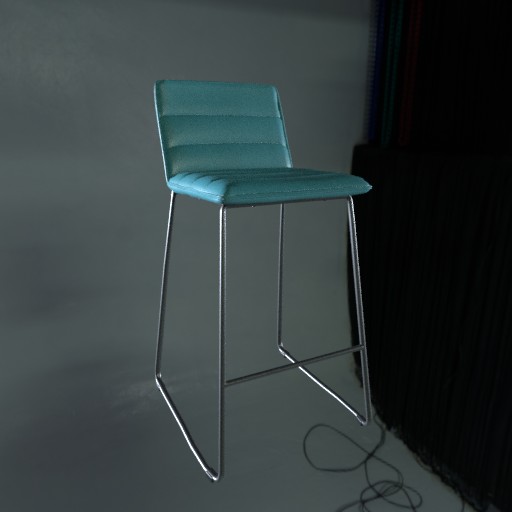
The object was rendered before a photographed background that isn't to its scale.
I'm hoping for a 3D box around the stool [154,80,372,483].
[{"bbox_3d":[0.000,0.000,1.217,0.489,0.936,0.524,-8,18,-26],"label":"stool"}]
